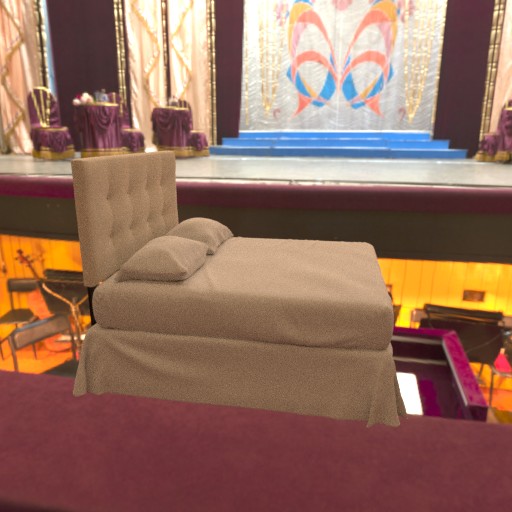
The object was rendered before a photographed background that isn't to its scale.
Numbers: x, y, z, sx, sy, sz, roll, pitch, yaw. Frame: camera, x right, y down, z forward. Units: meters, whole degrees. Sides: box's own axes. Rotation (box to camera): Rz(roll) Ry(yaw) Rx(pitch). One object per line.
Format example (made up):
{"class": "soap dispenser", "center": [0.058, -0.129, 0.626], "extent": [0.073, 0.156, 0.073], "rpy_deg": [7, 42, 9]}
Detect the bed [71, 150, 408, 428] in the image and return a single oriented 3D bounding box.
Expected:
{"class": "bed", "center": [0.000, 0.000, 3.533], "extent": [2.222, 1.577, 1.936], "rpy_deg": [3, 15, 10]}
